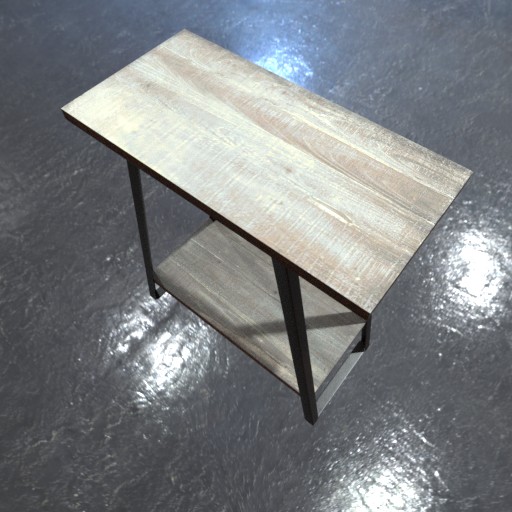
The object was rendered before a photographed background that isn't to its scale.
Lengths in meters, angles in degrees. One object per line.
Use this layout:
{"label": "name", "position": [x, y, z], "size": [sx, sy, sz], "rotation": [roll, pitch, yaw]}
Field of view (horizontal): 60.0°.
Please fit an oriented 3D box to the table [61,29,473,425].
{"label": "table", "position": [0.000, 0.000, 0.999], "size": [0.599, 0.701, 0.300], "rotation": [34, 64, 20]}
